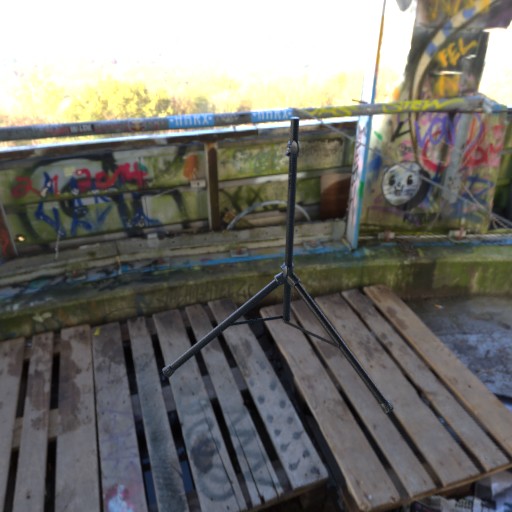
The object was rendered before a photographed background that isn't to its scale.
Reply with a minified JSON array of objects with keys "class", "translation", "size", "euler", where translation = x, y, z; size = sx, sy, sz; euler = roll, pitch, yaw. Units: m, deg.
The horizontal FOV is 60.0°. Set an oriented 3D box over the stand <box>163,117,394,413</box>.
[{"class":"stand","translation":[0.000,0.000,1.897],"size":[0.907,1.136,1.045],"euler":[-9,32,-15]}]
